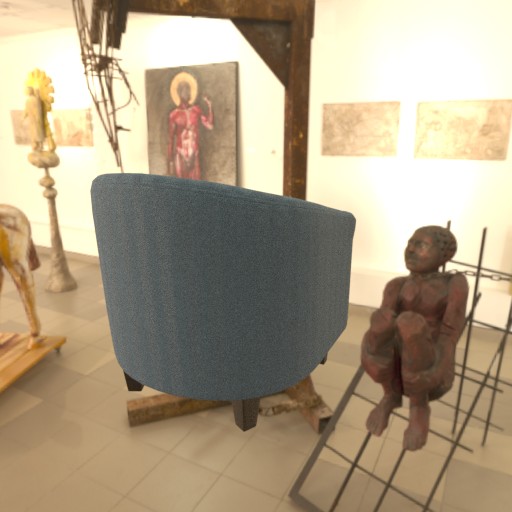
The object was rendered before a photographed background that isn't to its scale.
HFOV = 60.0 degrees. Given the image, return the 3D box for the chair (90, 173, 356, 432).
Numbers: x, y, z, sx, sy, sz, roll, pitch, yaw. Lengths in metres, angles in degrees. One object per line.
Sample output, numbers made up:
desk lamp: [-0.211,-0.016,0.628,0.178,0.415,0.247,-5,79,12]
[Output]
chair: [0.000,0.000,1.735,0.756,0.757,1.288,9,19,26]
